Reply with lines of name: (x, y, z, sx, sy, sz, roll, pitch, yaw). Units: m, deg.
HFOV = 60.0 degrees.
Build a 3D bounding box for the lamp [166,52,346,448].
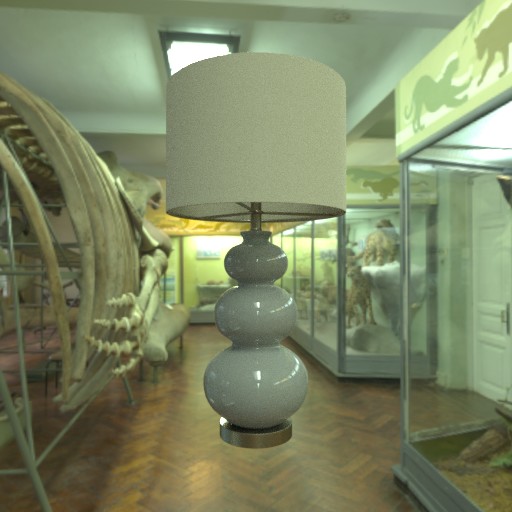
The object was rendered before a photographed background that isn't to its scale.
lamp: (0.000, 0.000, 0.918, 0.367, 0.730, 0.367, 1, -1, -37)
